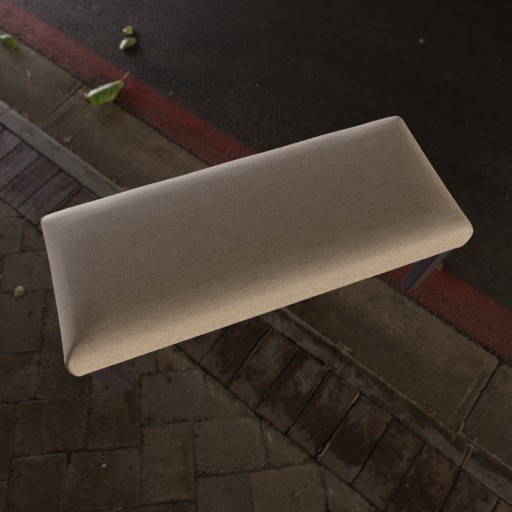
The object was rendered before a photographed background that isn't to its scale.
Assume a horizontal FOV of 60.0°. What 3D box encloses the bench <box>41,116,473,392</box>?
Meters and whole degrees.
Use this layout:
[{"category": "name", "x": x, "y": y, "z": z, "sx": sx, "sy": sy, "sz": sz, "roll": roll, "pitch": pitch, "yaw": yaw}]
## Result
[{"category": "bench", "x": 0.000, "y": 0.000, "z": 1.262, "sx": 1.013, "sy": 0.456, "sz": 0.407, "roll": -18, "pitch": 65, "yaw": -8}]
